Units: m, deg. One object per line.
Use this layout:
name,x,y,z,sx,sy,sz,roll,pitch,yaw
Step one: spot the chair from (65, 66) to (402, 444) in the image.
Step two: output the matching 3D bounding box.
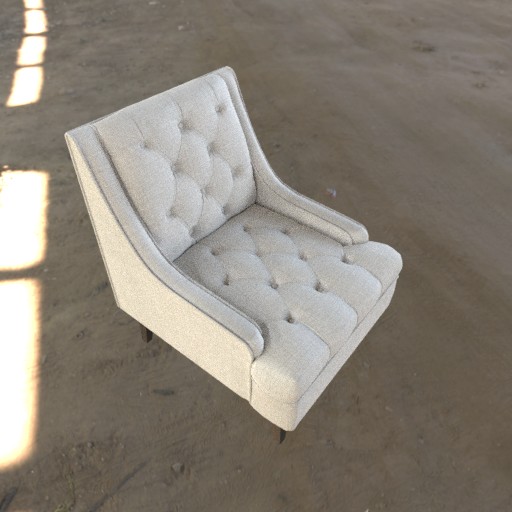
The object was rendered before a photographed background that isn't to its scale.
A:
chair,0.000,0.000,1.433,0.772,0.891,0.658,28,49,28
